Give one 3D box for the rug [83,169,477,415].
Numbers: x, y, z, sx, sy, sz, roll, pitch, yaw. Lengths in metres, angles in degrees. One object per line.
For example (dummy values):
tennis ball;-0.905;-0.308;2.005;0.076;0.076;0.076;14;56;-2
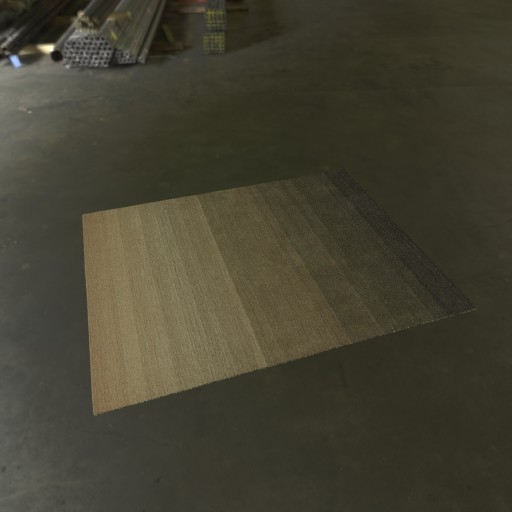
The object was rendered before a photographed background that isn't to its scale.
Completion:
rug;0.000;0.000;3.988;2.932;0.015;2.315;-12;42;-14
